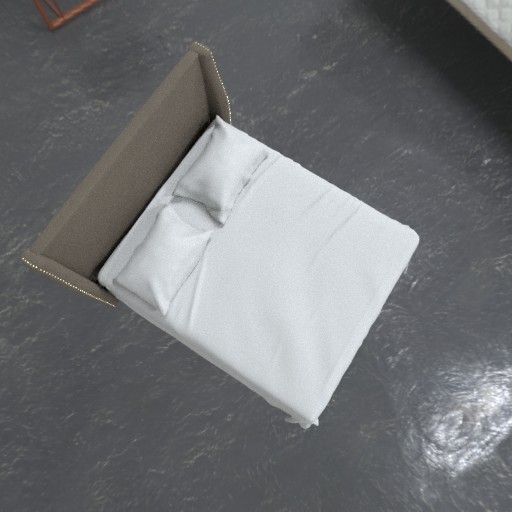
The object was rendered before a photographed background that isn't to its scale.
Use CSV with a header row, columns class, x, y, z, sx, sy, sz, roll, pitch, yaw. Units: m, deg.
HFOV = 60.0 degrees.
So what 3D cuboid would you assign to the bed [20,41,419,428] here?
class,x,y,z,sx,sy,sz,roll,pitch,yaw
bed,0.000,0.000,3.396,2.276,1.332,1.925,32,78,8
